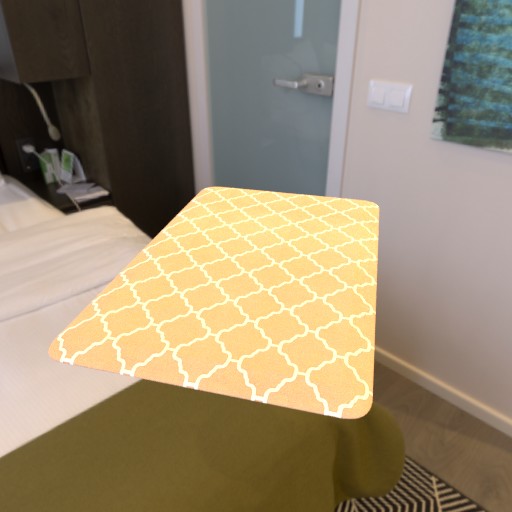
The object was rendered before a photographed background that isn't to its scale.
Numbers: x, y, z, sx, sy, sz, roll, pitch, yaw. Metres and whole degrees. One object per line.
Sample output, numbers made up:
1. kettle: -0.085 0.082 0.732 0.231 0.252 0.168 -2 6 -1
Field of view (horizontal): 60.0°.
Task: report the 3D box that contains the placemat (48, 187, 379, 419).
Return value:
1. placemat: 0.000 0.000 0.953 0.508 0.021 0.762 7 31 12
